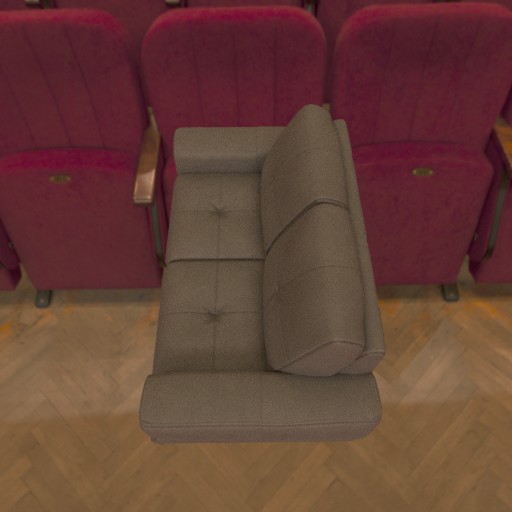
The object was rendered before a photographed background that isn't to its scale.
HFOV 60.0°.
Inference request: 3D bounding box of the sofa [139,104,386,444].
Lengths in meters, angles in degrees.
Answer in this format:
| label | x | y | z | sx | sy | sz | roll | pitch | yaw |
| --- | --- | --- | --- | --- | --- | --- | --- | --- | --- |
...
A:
| label | x | y | z | sx | sy | sz | roll | pitch | yaw |
| --- | --- | --- | --- | --- | --- | --- | --- | --- | --- |
| sofa | 0.000 | 0.000 | 2.341 | 1.018 | 0.907 | 1.806 | -1 | 57 | 0 |
